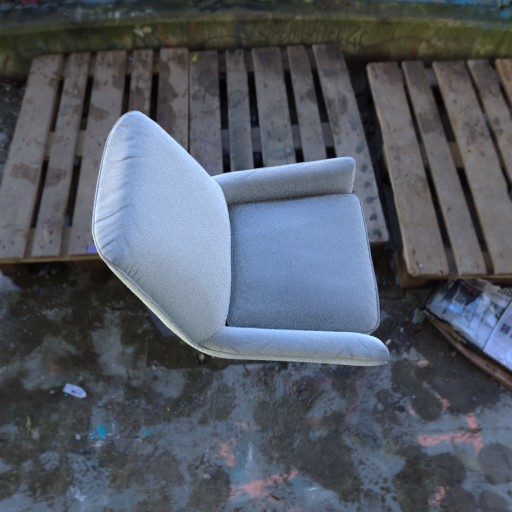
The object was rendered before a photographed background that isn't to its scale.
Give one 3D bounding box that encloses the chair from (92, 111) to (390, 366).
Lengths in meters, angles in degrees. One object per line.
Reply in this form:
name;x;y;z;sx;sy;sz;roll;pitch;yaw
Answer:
chair;0.000;0.000;1.523;0.822;0.888;0.787;-2;62;-1
